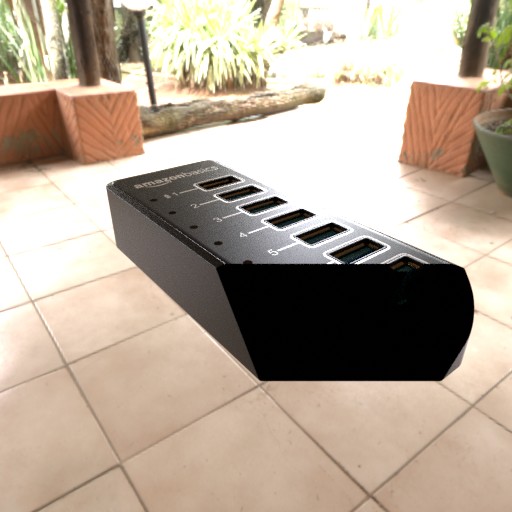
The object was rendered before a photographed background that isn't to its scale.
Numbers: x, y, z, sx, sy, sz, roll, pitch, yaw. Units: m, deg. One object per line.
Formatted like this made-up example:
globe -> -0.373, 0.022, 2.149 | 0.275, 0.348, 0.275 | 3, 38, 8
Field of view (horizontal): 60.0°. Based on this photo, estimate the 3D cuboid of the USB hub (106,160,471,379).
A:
USB hub -> 0.000, 0.000, 0.126 | 0.044, 0.023, 0.110 | -21, 36, -32
